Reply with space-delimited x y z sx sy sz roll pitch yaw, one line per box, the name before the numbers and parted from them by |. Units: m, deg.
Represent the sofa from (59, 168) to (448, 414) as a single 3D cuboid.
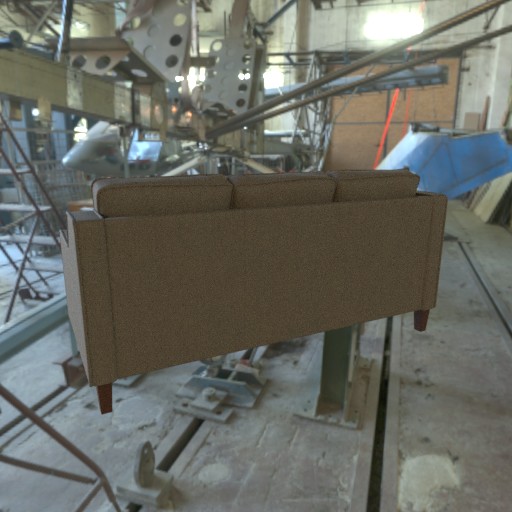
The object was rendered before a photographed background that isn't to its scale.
sofa | 0.000 0.000 2.534 1.986 0.974 0.911 -7 16 -27
